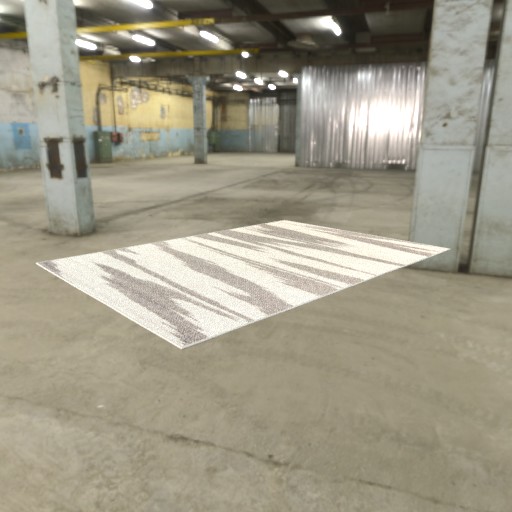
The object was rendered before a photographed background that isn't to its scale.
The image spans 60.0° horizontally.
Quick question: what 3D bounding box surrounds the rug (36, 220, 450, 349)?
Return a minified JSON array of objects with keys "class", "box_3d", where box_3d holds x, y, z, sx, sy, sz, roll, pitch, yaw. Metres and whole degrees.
[{"class":"rug","box_3d":[0.000,0.000,2.786,2.142,0.010,1.533,-13,20,-42]}]
